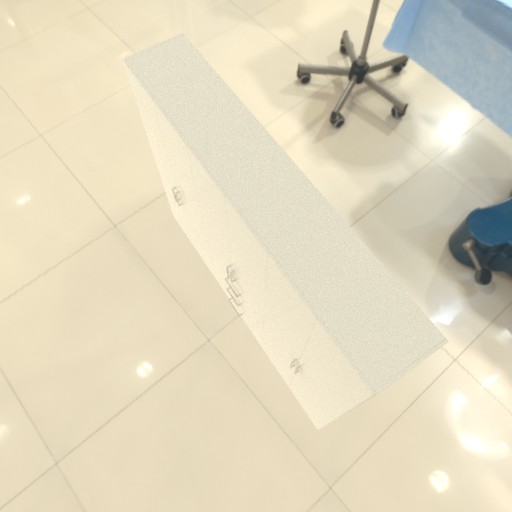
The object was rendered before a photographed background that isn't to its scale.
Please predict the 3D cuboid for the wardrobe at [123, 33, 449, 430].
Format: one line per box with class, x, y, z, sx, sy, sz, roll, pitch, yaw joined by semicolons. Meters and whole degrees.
wardrobe;0.000;0.000;3.992;0.580;2.360;3.000;-31;68;-14
